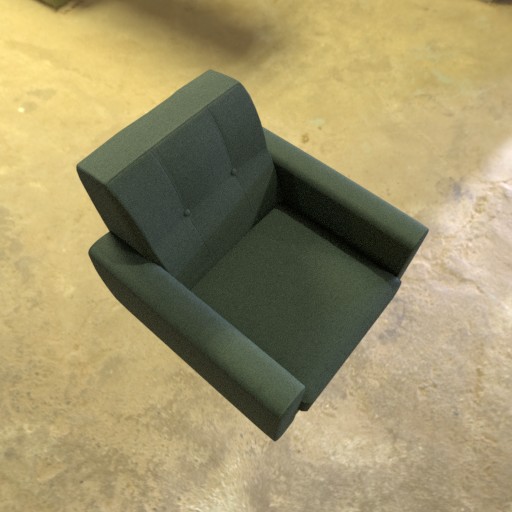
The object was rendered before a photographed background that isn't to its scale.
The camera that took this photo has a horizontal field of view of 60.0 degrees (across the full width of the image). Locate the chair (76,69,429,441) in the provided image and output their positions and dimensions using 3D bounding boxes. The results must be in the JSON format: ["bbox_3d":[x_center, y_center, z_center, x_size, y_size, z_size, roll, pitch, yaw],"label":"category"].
[{"bbox_3d":[0.000,0.000,1.587,0.909,0.841,0.831,36,66,19],"label":"chair"}]
